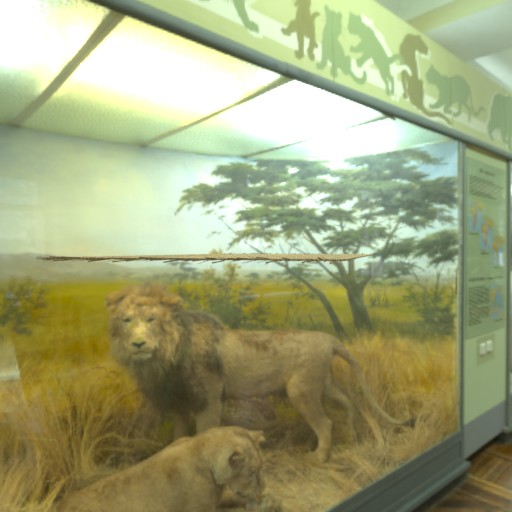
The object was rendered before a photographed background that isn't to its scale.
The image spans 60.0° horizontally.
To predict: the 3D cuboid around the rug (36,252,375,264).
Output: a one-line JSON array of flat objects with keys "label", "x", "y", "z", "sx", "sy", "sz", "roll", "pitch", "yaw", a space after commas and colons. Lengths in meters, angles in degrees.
[{"label": "rug", "x": 0.000, "y": 0.000, "z": 2.550, "sx": 1.224, "sy": 0.027, "sz": 2.085, "roll": 0, "pitch": 1, "yaw": 18}]
